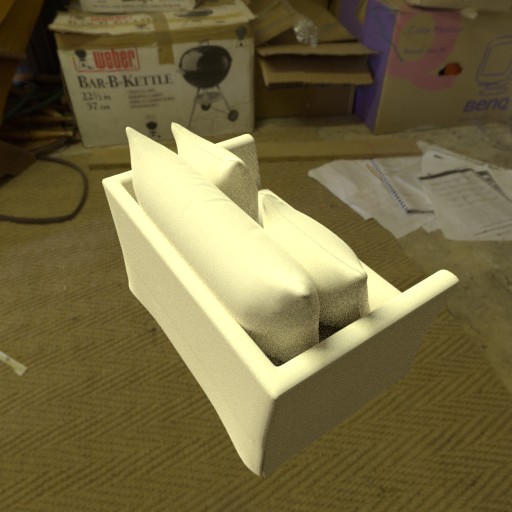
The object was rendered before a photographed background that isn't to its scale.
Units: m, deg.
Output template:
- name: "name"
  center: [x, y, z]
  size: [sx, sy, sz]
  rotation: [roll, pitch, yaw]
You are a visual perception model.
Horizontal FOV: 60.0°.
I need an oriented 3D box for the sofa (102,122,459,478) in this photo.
- name: "sofa"
  center: [0.000, 0.000, 2.270]
  size: [1.026, 1.039, 1.608]
  rotation: [-25, 47, -25]
